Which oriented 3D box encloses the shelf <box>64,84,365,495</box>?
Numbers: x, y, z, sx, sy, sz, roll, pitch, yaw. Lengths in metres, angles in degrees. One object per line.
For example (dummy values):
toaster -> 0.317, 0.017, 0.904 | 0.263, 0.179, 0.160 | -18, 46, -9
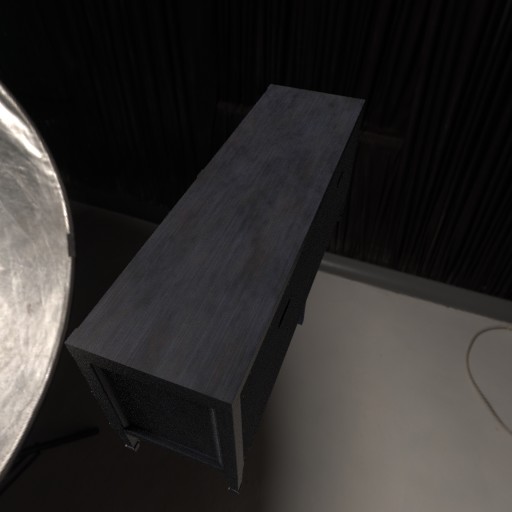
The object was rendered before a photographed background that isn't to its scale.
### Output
shelf -> 0.000, 0.000, 1.842 | 0.479, 0.719, 1.575 | 15, 48, 14
